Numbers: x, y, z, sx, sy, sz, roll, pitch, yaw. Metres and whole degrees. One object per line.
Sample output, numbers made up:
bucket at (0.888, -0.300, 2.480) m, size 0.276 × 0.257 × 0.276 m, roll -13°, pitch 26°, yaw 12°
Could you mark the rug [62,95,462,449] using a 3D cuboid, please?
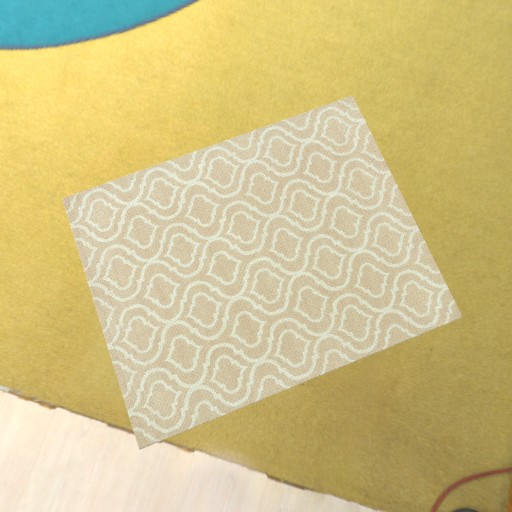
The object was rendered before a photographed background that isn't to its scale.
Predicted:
rug at (0.000, 0.000, 3.909) m, size 2.894 × 0.013 × 2.286 m, roll -21°, pitch 78°, yaw -5°
